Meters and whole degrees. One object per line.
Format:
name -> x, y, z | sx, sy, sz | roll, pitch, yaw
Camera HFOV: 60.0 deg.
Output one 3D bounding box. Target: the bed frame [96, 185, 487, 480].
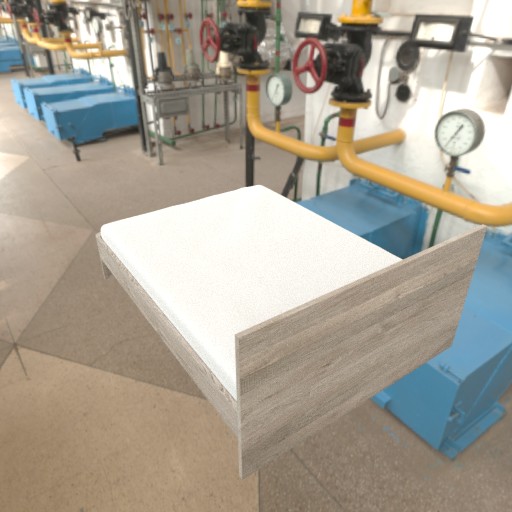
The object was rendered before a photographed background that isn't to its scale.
bed frame -> 0.000, 0.000, 2.766 | 1.490, 0.800, 1.950 | -19, 36, -29
